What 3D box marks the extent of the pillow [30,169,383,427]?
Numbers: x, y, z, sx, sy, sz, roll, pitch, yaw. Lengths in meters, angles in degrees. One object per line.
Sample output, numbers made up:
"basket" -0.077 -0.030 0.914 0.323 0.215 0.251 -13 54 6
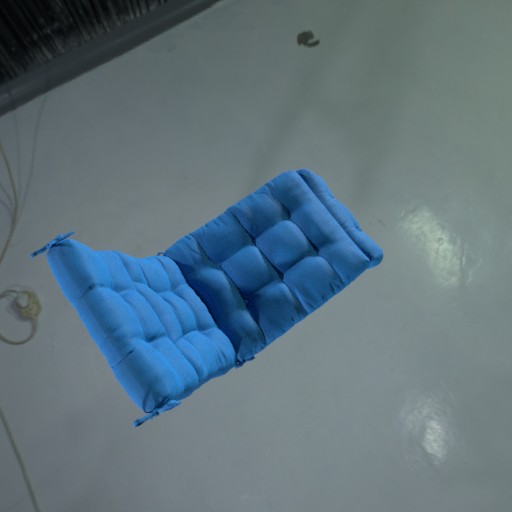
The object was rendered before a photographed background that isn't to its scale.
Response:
"pillow" 0.000 0.000 1.485 1.016 0.863 0.526 -35 78 -9
